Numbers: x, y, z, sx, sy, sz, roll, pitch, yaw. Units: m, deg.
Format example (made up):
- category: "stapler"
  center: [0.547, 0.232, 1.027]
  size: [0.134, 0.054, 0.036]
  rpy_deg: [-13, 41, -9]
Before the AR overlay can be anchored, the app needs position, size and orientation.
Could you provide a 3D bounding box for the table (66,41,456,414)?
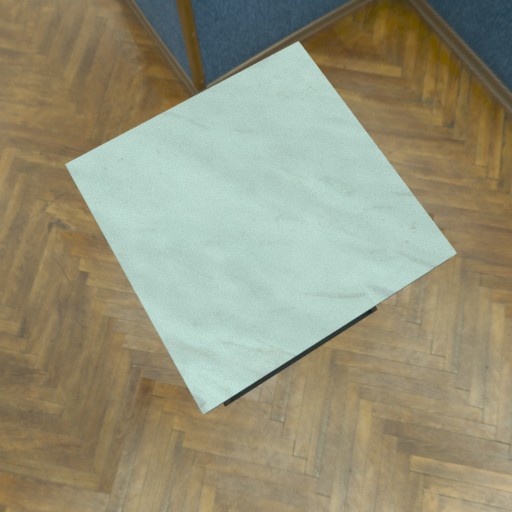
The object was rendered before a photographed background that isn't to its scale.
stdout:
- category: "table"
  center: [0.000, 0.000, 0.899]
  size: [0.455, 0.559, 0.455]
  rpy_deg: [-31, 78, -7]
